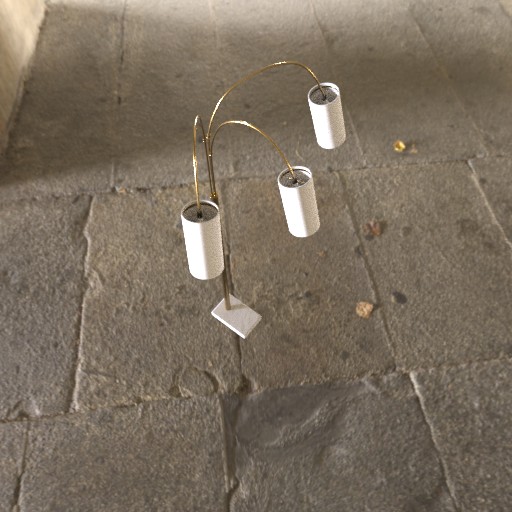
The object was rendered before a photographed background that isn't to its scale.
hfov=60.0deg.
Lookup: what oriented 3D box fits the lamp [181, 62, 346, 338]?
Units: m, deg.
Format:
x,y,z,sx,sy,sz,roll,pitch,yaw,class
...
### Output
x,y,z,sx,sy,sz,roll,pitch,yaw,class
0.000,0.000,2.437,0.667,2.055,1.020,33,64,19,lamp
